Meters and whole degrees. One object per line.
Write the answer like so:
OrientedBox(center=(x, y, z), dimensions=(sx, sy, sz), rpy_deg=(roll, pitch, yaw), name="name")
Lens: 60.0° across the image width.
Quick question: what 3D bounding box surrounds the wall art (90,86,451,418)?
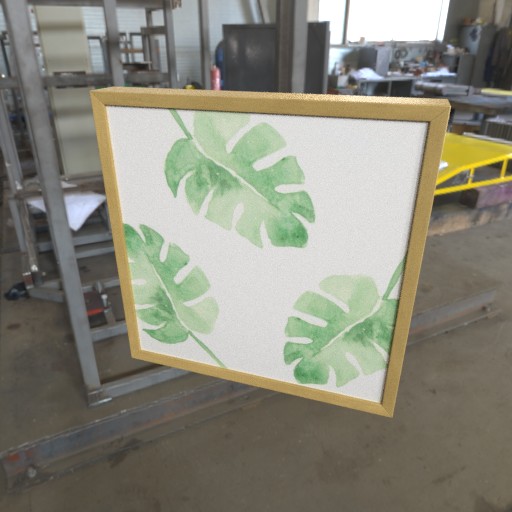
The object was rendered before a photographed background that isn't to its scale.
OrientedBox(center=(0.000, 0.000, 0.442), dimensions=(0.305, 0.305, 0.038), rpy_deg=(8, 28, 16), name="wall art")
